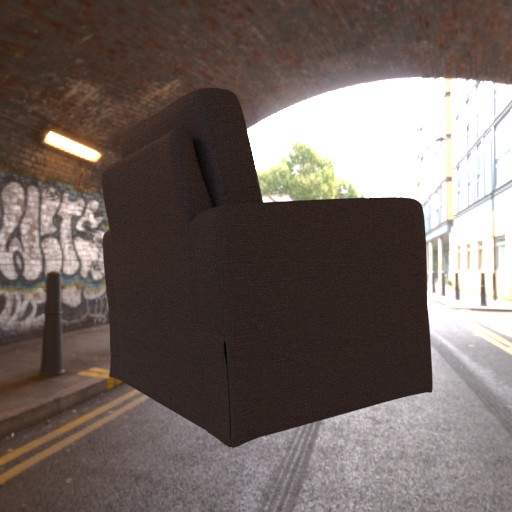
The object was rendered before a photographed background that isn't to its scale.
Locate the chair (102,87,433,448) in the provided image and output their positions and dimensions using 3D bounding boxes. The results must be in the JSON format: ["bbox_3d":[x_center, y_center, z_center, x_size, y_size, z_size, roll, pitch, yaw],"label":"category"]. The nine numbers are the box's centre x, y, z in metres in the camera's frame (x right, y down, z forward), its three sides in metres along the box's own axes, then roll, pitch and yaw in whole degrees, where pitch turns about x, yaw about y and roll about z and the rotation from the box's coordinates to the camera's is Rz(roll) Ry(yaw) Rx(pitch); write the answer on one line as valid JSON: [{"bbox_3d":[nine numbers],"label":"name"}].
[{"bbox_3d":[0.000,0.000,1.473,0.863,0.855,0.798,1,-2,-36],"label":"chair"}]
